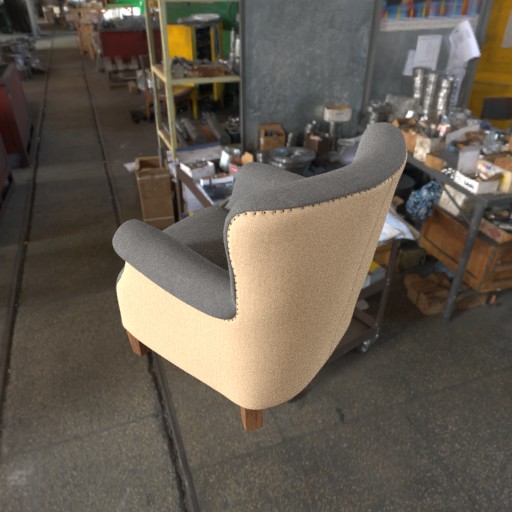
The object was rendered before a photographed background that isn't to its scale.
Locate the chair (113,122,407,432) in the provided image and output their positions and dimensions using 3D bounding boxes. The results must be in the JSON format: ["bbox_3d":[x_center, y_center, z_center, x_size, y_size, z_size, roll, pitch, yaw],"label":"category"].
[{"bbox_3d":[0.000,0.000,1.660,0.921,0.936,0.861,22,39,30],"label":"chair"}]
